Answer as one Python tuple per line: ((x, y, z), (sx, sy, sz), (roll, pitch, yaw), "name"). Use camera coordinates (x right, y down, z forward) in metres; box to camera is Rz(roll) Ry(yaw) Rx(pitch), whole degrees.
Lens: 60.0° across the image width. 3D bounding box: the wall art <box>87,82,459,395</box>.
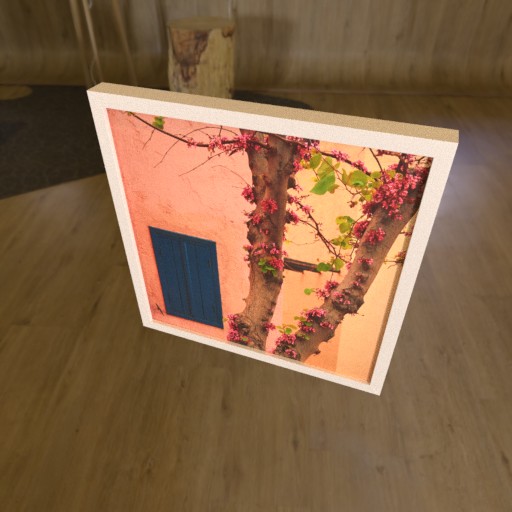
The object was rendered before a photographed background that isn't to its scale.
((0.000, 0.000, 0.750), (0.507, 0.508, 0.038), (13, 41, 15), "wall art")
